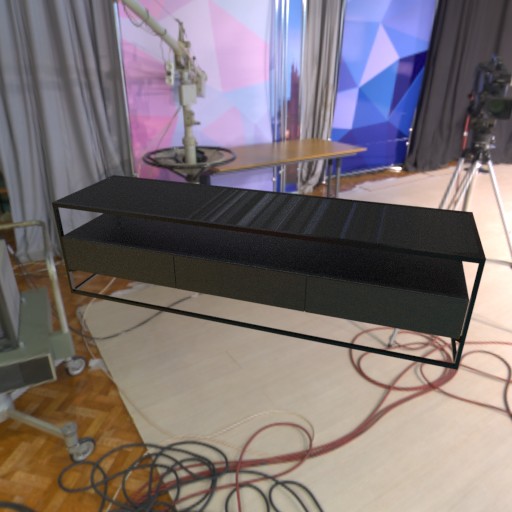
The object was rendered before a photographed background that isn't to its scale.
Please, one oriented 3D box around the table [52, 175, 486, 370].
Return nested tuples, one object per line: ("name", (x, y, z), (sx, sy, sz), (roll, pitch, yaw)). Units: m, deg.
("table", (0.000, 0.000, 1.702), (1.486, 0.395, 0.399), (8, 27, 17))
